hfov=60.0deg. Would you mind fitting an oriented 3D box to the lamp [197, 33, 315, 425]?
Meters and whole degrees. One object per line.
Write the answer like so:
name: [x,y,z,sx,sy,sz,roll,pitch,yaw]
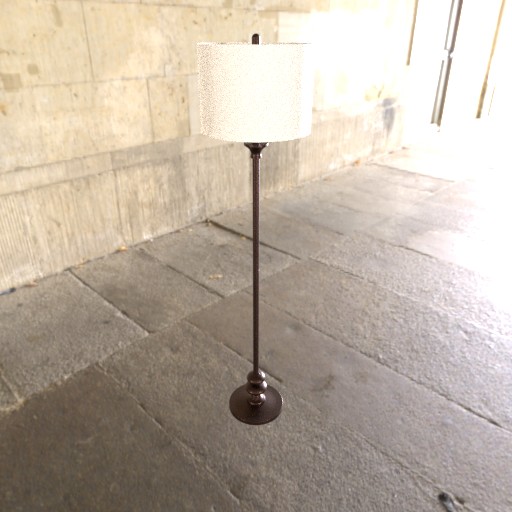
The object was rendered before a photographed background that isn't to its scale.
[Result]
lamp: [0.000,0.000,1.657,0.356,1.487,0.356,0,27,0]
